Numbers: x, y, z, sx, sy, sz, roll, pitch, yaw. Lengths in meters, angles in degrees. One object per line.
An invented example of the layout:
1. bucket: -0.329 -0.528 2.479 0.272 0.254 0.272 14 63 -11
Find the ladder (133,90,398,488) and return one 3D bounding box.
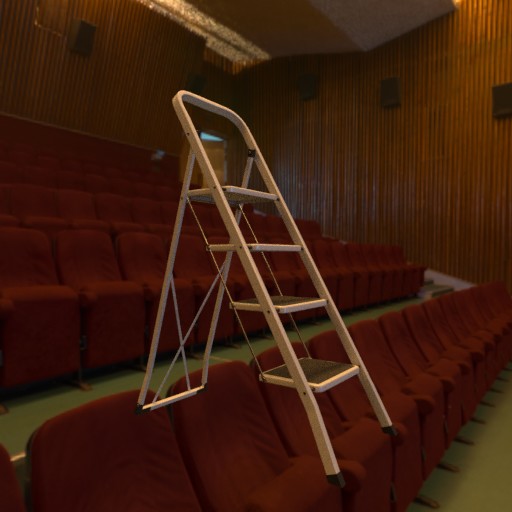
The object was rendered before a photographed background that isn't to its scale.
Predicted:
1. ladder: 0.000 0.000 1.661 0.914 1.265 0.460 0 0 36
